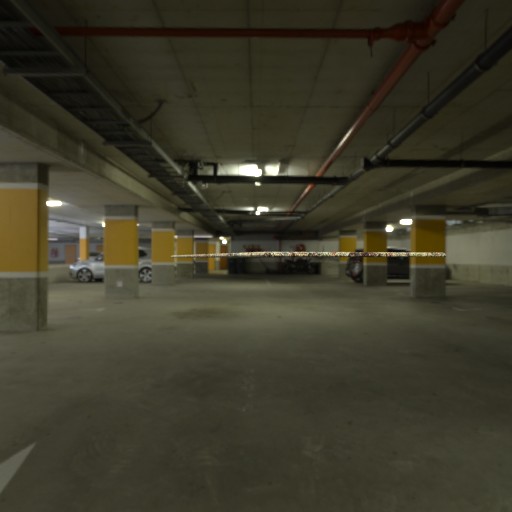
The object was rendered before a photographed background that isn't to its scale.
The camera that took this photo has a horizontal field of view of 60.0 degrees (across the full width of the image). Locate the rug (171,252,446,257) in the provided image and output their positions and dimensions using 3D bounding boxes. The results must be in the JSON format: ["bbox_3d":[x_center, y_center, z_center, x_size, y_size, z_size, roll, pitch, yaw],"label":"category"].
[{"bbox_3d":[0.000,0.000,2.557,0.688,0.015,2.292,0,0,-18],"label":"rug"}]
